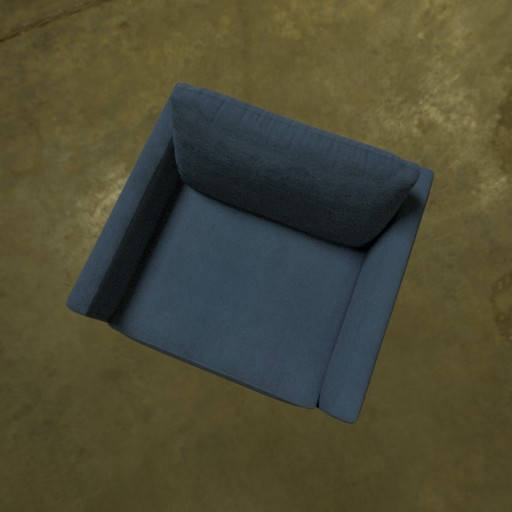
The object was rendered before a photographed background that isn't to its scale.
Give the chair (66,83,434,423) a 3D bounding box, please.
[{"bbox_3d":[0.000,0.000,1.603,0.964,0.812,0.875,21,77,5],"label":"chair"}]
